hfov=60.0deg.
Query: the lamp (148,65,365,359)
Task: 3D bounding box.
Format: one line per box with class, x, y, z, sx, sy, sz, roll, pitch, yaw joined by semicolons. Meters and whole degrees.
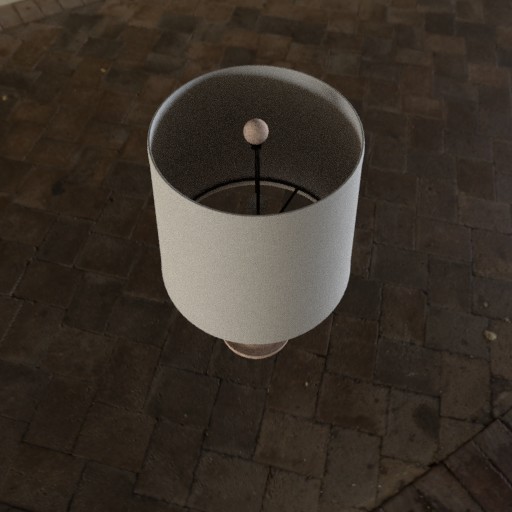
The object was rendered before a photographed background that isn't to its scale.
lamp;0.000;0.000;0.647;0.273;0.497;0.273;0;58;0
